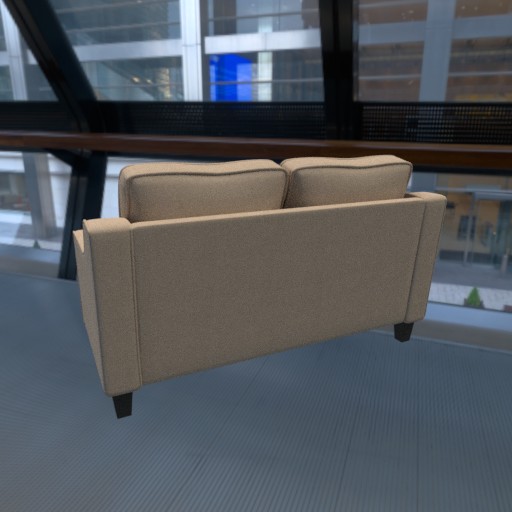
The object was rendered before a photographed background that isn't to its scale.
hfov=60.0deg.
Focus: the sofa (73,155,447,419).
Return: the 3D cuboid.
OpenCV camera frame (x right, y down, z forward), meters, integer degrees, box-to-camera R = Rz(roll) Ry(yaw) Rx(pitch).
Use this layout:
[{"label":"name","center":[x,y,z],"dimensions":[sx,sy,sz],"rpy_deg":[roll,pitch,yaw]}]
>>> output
[{"label":"sofa","center":[0.000,0.000,3.523],"dimensions":[2.587,1.562,1.351],"rpy_deg":[-8,18,-25]}]
